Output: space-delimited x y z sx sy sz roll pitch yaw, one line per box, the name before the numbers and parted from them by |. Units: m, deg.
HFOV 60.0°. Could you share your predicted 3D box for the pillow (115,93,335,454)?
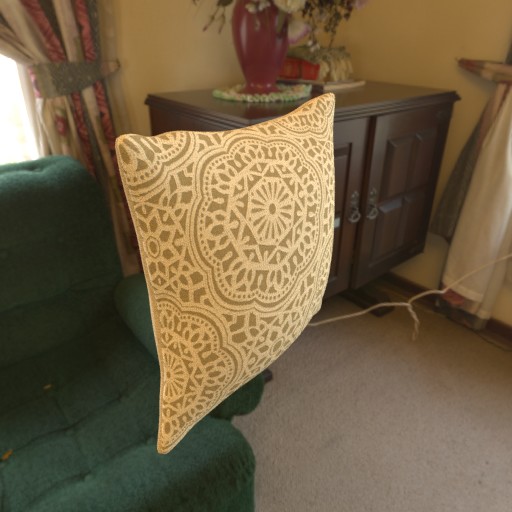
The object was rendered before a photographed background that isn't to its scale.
pillow | 0.000 0.000 0.651 0.167 0.421 0.438 18 32 31
